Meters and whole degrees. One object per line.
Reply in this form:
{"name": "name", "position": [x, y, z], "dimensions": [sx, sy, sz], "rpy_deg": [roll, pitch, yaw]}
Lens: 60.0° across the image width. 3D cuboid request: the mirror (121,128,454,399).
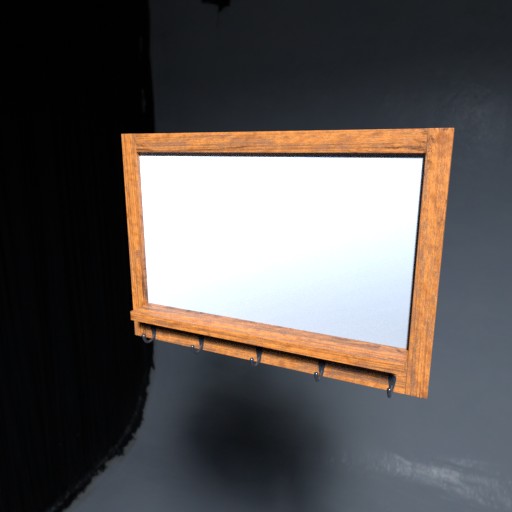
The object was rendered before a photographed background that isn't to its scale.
{"name": "mirror", "position": [0.000, 0.000, 0.989], "dimensions": [0.758, 0.537, 0.084], "rpy_deg": [6, 15, 25]}
